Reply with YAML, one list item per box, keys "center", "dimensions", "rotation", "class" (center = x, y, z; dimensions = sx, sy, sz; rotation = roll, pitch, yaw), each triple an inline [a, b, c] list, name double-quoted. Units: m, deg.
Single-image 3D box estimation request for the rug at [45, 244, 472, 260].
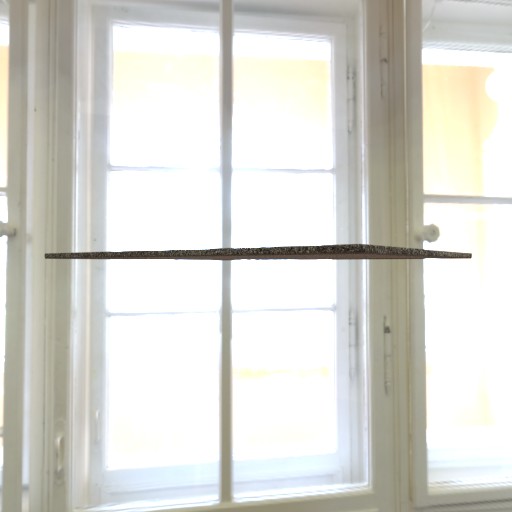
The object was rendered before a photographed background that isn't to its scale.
- center: [0.000, 0.000, 2.066]
  dimensions: [1.601, 0.025, 1.198]
  rotation: [-1, -1, 38]
  class: "rug"
